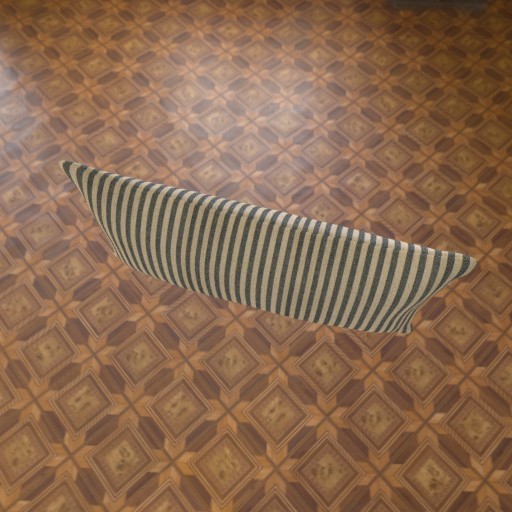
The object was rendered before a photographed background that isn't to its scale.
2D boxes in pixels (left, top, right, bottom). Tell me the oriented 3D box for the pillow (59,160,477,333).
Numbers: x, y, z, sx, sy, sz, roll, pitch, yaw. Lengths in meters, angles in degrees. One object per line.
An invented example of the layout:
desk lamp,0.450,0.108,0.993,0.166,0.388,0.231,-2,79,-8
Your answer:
pillow,0.000,0.000,0.757,0.617,0.295,0.151,14,63,7
